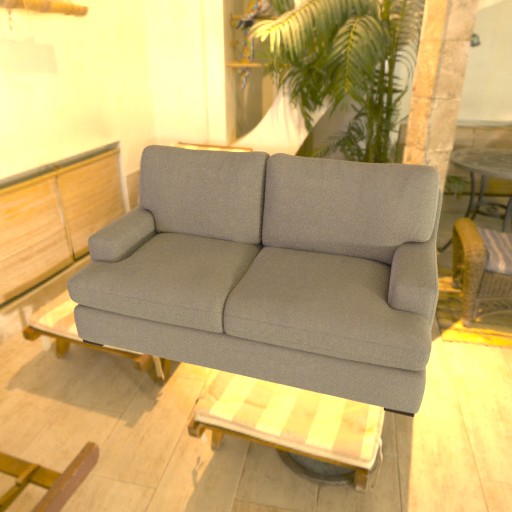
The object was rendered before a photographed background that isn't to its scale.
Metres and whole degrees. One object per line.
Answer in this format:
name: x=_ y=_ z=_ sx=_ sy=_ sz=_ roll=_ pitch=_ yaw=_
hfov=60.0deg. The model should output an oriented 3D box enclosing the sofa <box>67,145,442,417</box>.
sofa: x=0.000 y=0.000 z=2.414 sx=1.855 sy=0.980 sz=0.962 roll=8 pitch=27 yaw=16
